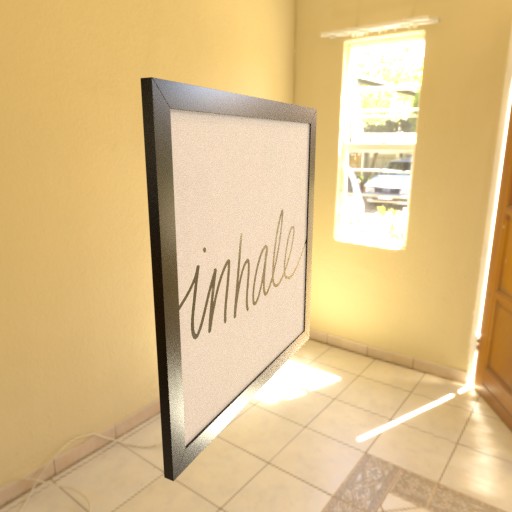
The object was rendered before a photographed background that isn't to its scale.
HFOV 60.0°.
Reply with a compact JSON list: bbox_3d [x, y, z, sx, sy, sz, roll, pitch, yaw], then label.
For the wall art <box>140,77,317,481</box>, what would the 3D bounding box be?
[{"bbox_3d":[0.000,0.000,0.660,0.014,0.445,0.446,7,16,27],"label":"wall art"}]
